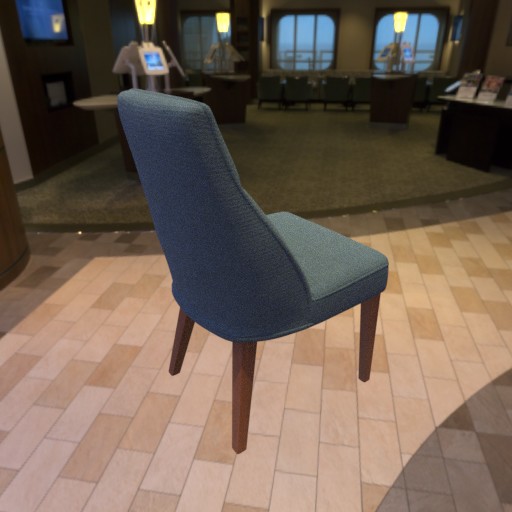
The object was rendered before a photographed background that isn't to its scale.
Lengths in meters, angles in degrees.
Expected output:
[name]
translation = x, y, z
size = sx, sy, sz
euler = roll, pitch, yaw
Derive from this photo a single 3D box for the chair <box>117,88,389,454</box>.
[chair]
translation = 0.000, 0.000, 1.291
size = 0.620, 0.930, 0.500
euler = -18, 31, -32
